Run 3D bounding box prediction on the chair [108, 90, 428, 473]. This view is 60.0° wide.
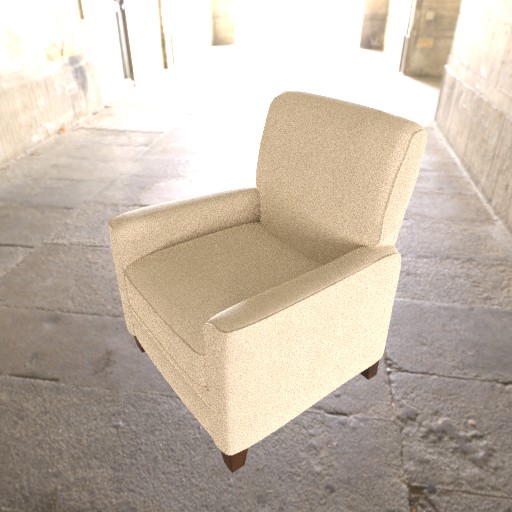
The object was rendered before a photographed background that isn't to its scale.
[{"bbox_3d":[0.000,0.000,1.635,0.858,1.028,0.841,-22,37,-31],"label":"chair"}]
